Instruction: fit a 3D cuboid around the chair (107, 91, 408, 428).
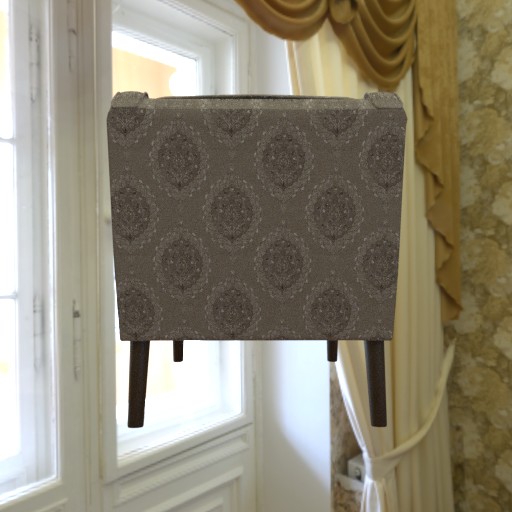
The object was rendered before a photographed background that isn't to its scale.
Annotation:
[{"bbox_3d":[0.000,0.000,1.330,0.665,0.797,0.750,0,1,-1],"label":"chair"}]
